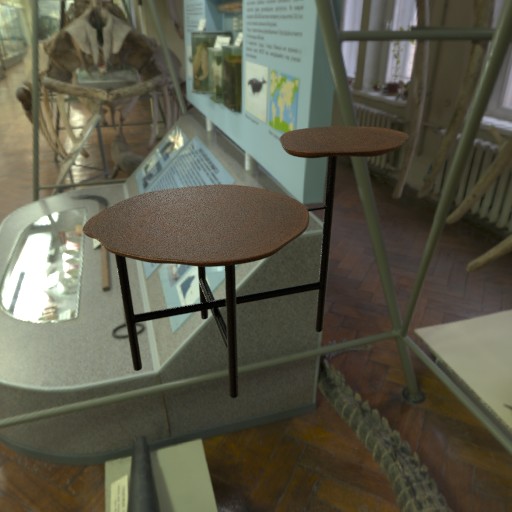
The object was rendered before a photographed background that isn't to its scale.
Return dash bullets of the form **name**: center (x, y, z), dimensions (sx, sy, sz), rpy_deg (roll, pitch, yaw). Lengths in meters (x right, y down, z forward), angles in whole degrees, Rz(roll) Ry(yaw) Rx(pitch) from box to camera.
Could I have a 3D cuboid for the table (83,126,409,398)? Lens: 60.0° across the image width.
- **table**: center (0.000, 0.000, 1.078), dimensions (0.759, 0.538, 0.442), rpy_deg (-8, 28, -15)
